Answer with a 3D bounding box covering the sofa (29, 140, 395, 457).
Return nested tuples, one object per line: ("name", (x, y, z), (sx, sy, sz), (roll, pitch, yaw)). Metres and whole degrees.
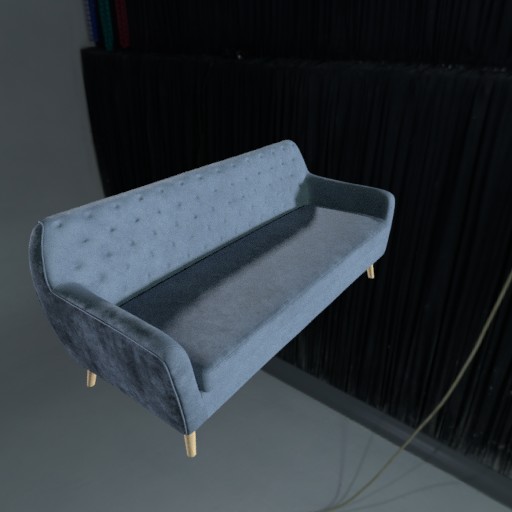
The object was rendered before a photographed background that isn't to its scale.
("sofa", (0.000, 0.000, 2.347), (0.841, 0.832, 1.975), (18, 32, 32))
